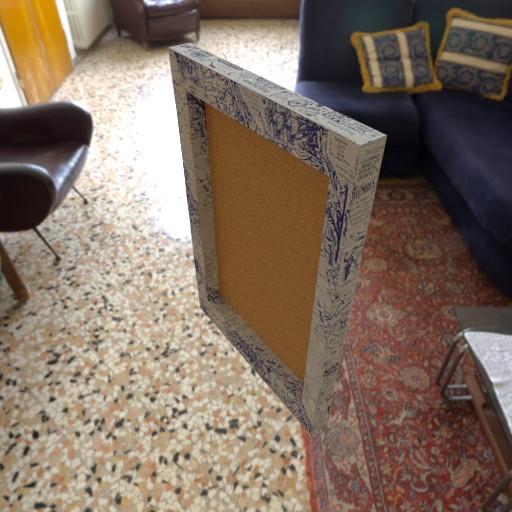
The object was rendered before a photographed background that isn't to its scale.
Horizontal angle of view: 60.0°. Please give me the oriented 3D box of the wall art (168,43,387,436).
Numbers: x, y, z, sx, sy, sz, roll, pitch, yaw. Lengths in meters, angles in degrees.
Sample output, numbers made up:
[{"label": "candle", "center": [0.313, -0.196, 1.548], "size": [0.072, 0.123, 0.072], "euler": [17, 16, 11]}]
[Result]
[{"label": "wall art", "center": [0.000, 0.000, 0.776], "size": [0.040, 0.601, 0.408], "euler": [-26, 47, -27]}]
